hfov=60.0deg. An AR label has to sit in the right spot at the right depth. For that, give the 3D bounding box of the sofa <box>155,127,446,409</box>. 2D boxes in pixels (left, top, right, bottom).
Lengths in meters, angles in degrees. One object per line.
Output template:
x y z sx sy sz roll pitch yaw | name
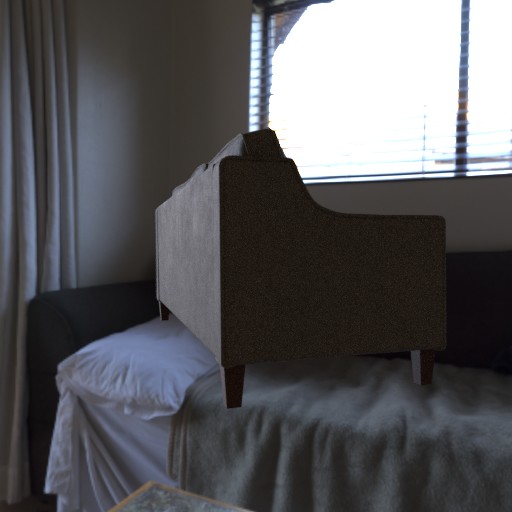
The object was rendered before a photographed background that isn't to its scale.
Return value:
0.000 0.000 2.497 0.911 0.974 1.986 0 1 -19 | sofa
